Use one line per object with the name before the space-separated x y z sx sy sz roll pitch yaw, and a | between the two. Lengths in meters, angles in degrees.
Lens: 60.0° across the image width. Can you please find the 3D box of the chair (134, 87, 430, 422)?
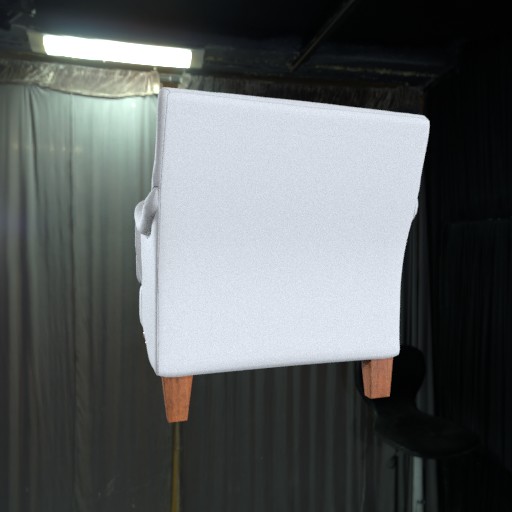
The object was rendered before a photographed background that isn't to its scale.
chair | 0.000 0.000 1.828 0.955 1.038 1.070 0 1 -18
